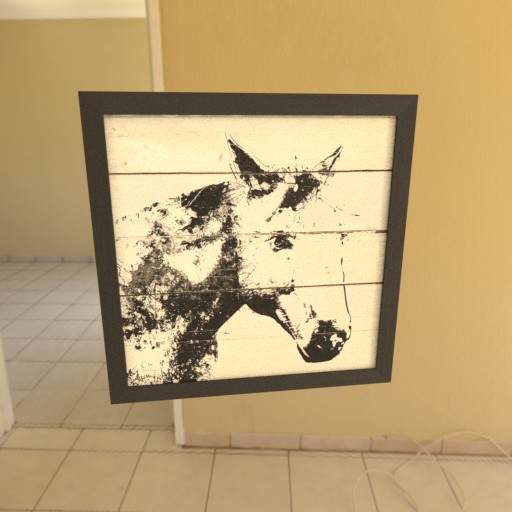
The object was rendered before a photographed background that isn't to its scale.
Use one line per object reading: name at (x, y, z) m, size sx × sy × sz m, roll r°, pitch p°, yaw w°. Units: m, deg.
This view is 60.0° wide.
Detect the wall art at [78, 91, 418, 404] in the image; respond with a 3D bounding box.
wall art at (0.000, 0.000, 1.471) m, size 1.016 × 1.016 × 0.038 m, roll -2°, pitch 16°, yaw -8°
